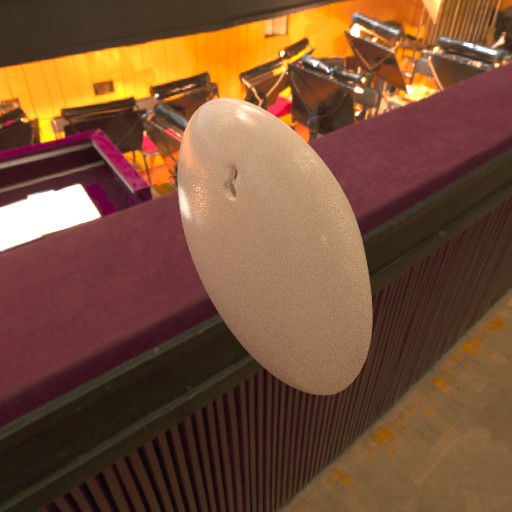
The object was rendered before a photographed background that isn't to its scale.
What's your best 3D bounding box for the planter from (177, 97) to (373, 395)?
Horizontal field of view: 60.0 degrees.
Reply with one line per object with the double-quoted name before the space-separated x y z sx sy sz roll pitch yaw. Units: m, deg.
"planter" 0.000 0.000 0.275 0.043 0.188 0.185 -25 46 -27
